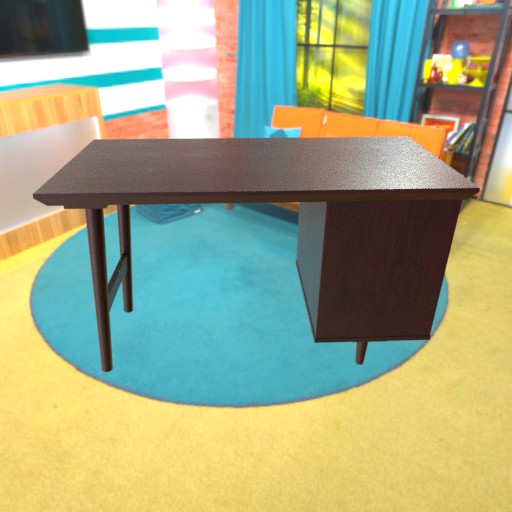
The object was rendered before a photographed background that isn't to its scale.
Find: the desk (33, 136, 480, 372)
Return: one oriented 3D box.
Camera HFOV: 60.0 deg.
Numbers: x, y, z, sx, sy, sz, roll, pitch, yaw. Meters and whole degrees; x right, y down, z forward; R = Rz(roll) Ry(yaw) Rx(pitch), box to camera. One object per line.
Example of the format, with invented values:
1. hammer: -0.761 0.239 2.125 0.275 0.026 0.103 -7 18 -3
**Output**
1. desk: 0.000 0.000 1.712 1.277 0.758 0.612 -1 29 -2
